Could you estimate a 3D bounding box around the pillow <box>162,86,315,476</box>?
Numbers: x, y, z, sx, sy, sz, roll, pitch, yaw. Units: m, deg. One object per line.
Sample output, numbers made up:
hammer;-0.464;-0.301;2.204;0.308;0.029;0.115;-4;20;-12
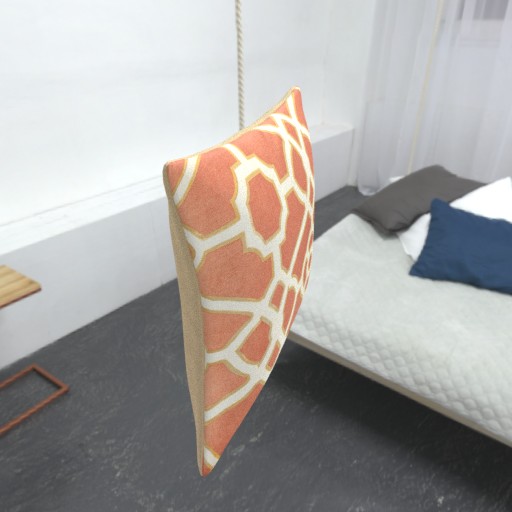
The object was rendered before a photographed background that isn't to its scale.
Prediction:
pillow;0.000;0.000;0.804;0.166;0.508;0.552;9;31;16
